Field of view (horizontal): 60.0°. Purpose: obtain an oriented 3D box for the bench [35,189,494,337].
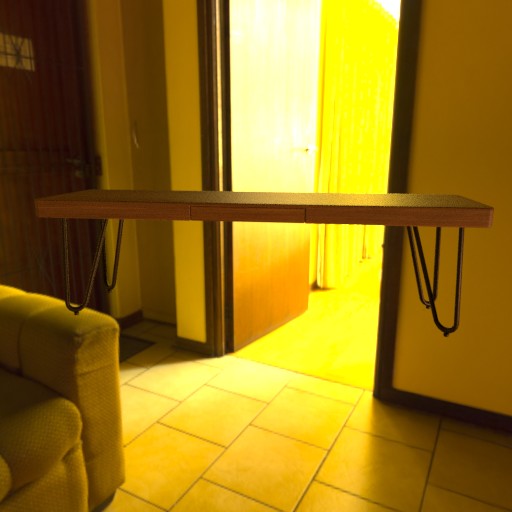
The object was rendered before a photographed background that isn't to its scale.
[{"bbox_3d":[0.000,0.000,1.740,1.570,0.462,0.425,2,14,8],"label":"bench"}]
